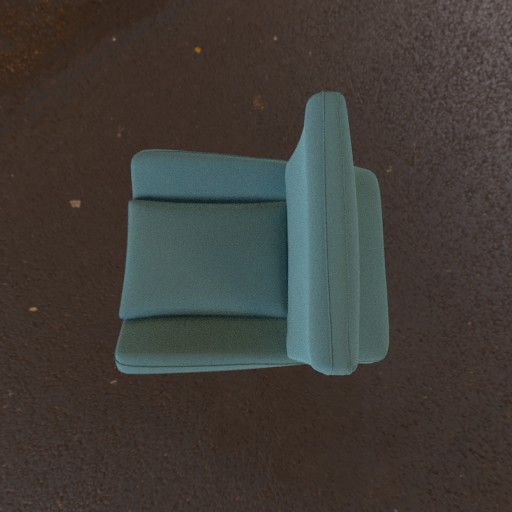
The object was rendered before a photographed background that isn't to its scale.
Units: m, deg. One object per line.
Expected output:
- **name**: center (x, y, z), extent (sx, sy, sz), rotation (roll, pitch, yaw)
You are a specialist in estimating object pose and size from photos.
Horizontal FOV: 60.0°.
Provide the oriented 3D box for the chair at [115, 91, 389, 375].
- **chair**: center (0.000, 0.000, 1.653), extent (1.008, 0.855, 0.859), rotation (1, 76, 0)
